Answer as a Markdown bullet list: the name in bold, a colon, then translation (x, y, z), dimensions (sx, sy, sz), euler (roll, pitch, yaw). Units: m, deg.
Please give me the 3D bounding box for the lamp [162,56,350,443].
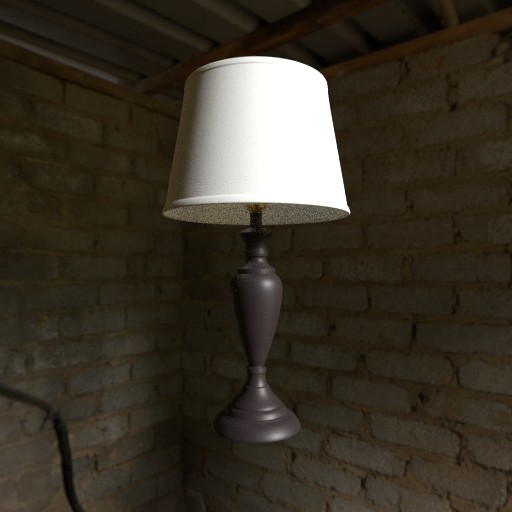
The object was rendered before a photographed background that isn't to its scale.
- **lamp**: translation (0.000, 0.000, 0.805), dimensions (0.335, 0.611, 0.335), euler (0, -2, 0)
